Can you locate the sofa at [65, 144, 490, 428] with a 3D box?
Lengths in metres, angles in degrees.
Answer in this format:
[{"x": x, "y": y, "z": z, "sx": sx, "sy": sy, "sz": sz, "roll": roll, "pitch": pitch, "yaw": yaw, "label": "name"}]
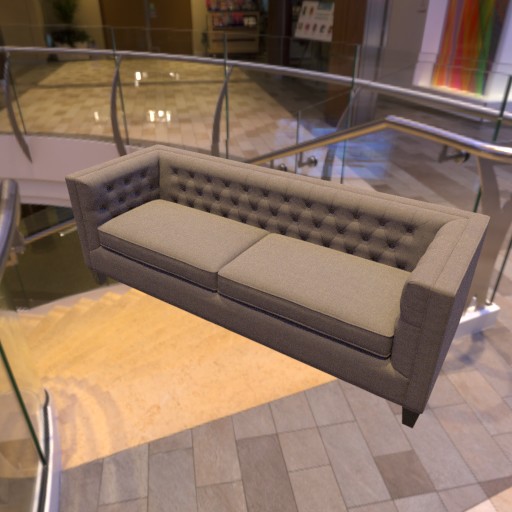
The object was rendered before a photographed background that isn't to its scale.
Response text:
[{"x": 0.000, "y": 0.000, "z": 2.518, "sx": 2.159, "sy": 0.762, "sz": 0.775, "roll": 18, "pitch": 35, "yaw": 28, "label": "sofa"}]
